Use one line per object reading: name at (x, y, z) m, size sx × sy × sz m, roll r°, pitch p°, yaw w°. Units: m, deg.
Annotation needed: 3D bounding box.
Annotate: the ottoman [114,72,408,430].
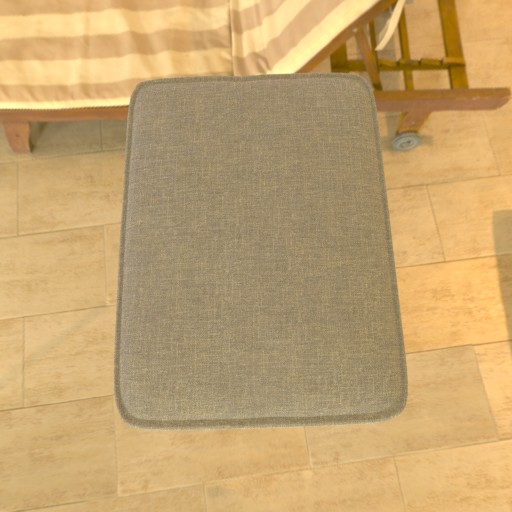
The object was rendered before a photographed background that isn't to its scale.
ottoman at (0.000, 0.000, 1.086) m, size 0.559 × 0.457 × 0.762 m, roll -2°, pitch 75°, yaw 0°
